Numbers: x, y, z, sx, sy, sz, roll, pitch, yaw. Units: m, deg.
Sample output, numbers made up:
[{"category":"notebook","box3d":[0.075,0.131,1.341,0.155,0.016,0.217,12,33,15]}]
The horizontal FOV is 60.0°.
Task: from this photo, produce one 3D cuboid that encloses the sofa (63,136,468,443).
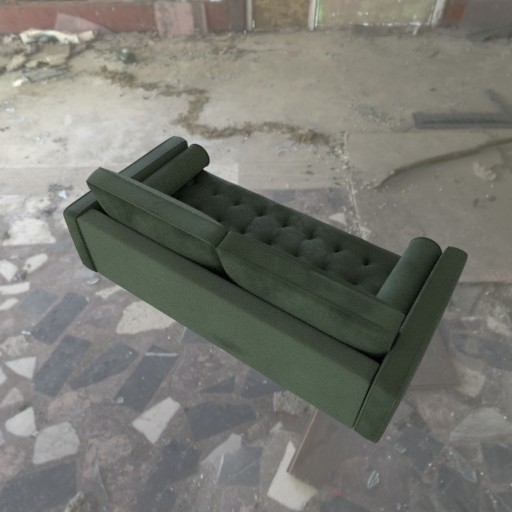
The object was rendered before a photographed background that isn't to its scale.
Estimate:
[{"category":"sofa","box3d":[0.000,0.000,2.340,1.880,0.772,0.916,27,52,23]}]
